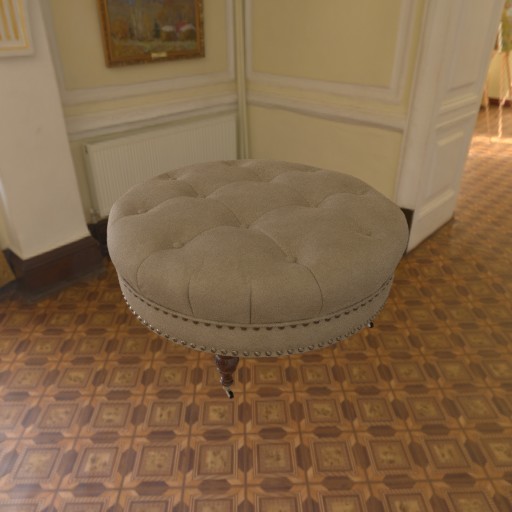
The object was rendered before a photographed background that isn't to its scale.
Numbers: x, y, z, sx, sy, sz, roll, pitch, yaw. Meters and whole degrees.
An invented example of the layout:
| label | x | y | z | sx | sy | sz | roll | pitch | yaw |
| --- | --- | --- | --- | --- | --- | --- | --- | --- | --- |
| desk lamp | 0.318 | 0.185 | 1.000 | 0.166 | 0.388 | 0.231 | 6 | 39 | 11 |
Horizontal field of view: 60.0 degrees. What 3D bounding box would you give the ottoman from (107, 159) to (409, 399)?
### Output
| label | x | y | z | sx | sy | sz | roll | pitch | yaw |
| --- | --- | --- | --- | --- | --- | --- | --- | --- | --- |
| ottoman | 0.000 | 0.000 | 1.424 | 0.901 | 0.439 | 0.901 | 0 | 30 | 0 |
